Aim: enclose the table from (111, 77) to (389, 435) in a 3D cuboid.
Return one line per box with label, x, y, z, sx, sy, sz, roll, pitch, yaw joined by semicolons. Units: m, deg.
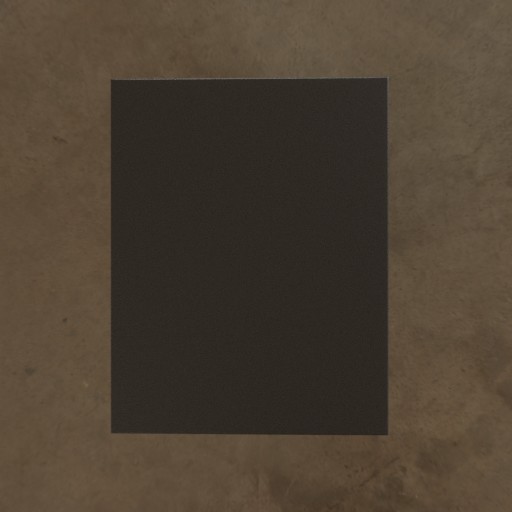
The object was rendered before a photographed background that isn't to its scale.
table;0.000;0.000;1.020;0.451;0.646;0.564;0;90;1
